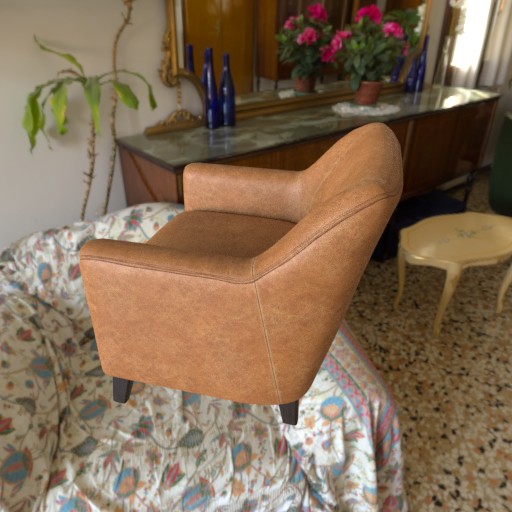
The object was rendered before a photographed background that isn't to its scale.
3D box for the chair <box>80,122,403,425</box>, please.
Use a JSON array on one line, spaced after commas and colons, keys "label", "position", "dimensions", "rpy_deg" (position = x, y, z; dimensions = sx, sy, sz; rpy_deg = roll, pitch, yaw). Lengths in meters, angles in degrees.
[{"label": "chair", "position": [0.000, 0.000, 1.845], "dimensions": [1.034, 0.980, 1.037], "rpy_deg": [7, 30, 13]}]
